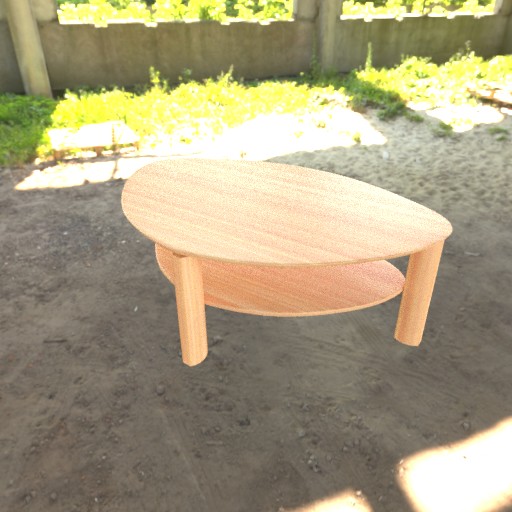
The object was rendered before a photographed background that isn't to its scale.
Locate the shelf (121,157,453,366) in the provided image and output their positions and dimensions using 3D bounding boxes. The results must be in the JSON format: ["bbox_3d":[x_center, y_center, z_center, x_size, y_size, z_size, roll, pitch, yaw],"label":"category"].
[{"bbox_3d":[0.000,0.000,1.646,1.246,0.440,0.845,18,34,29],"label":"shelf"}]
